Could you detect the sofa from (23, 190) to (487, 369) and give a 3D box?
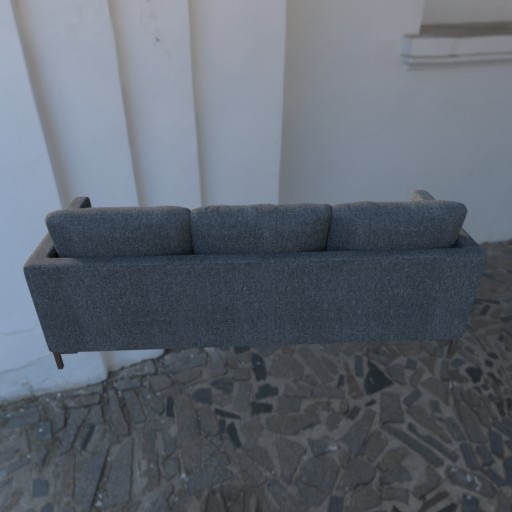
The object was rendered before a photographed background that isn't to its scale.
[{"bbox_3d":[0.000,0.000,2.562,2.218,0.874,0.859,-1,31,-2],"label":"sofa"}]
